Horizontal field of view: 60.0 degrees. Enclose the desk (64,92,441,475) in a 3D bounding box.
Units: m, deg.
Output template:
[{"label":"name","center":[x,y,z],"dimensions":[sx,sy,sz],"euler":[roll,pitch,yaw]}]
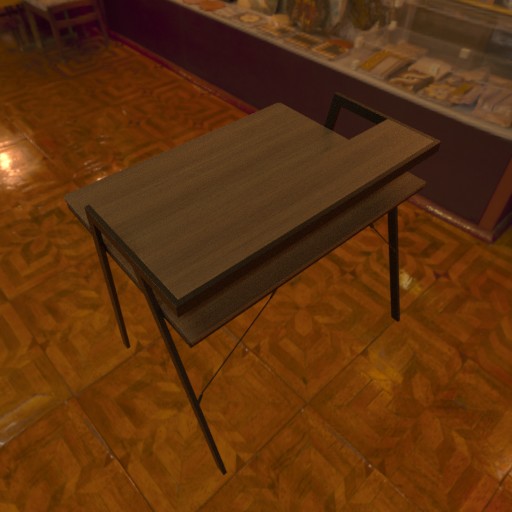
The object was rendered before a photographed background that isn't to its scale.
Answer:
[{"label":"desk","center":[0.000,0.000,1.897],"dimensions":[1.143,0.998,0.936],"euler":[-32,54,-27]}]
